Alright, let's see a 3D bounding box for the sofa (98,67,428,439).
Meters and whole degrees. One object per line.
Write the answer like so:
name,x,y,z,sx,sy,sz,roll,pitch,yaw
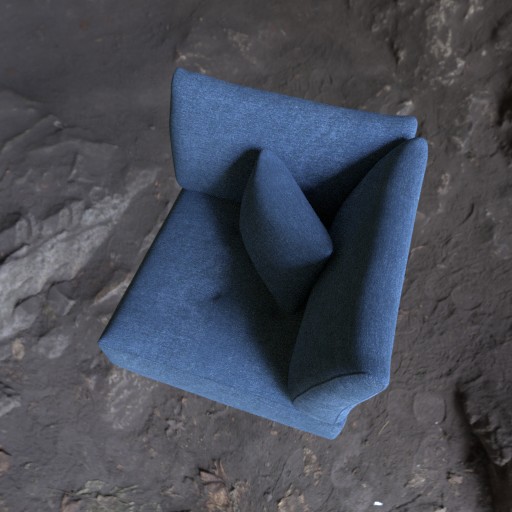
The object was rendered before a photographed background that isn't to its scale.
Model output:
sofa,0.000,0.000,1.716,1.000,0.820,1.000,16,59,10
